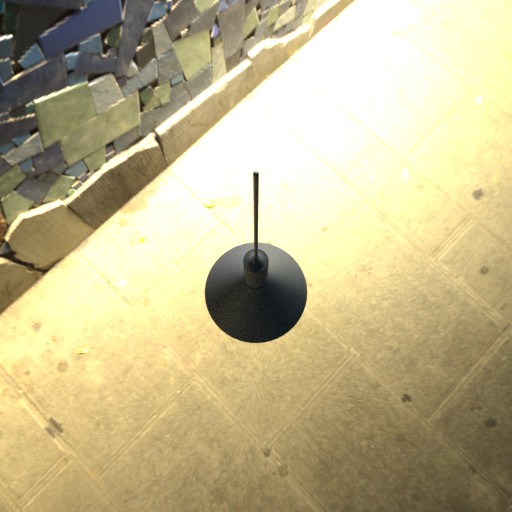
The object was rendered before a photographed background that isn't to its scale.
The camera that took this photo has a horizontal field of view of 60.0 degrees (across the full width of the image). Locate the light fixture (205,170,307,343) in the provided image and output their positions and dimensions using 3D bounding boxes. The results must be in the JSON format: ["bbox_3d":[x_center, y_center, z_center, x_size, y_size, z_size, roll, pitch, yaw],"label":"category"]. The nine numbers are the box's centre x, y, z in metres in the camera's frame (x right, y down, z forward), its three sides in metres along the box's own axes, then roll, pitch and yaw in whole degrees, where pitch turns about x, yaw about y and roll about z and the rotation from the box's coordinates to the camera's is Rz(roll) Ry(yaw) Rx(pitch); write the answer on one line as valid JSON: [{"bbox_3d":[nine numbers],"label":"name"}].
[{"bbox_3d":[0.000,0.000,0.835,0.267,0.683,0.267,-30,76,-8],"label":"light fixture"}]
